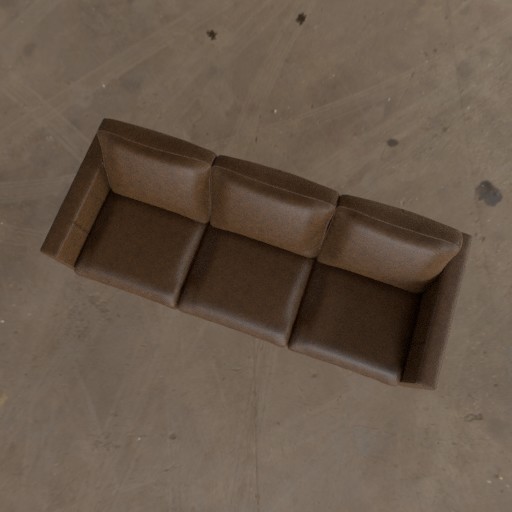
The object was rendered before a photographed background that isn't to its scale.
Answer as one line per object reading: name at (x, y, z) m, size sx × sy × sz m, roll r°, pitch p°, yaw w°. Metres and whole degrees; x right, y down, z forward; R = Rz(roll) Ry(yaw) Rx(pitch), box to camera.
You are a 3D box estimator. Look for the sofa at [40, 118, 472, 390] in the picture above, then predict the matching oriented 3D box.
sofa at (0.000, 0.000, 2.646) m, size 2.231 × 0.930 × 0.903 m, roll 19°, pitch 77°, yaw 5°
